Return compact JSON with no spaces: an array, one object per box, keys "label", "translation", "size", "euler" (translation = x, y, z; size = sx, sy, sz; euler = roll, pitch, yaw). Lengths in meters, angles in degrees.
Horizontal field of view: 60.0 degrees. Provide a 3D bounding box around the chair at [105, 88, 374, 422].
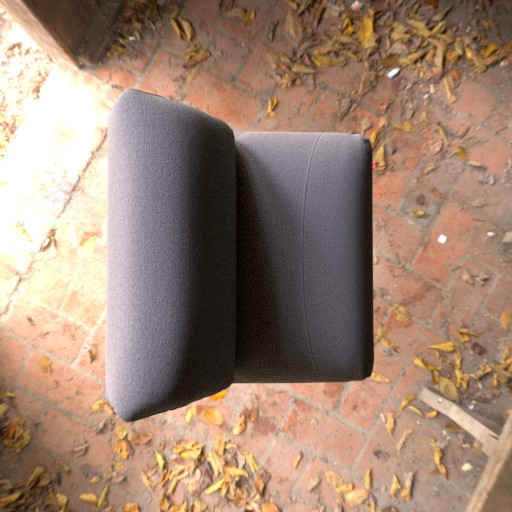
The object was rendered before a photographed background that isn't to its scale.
[{"label":"chair","translation":[0.000,0.000,1.334],"size":[0.780,0.580,0.820],"euler":[0,89,-1]}]
